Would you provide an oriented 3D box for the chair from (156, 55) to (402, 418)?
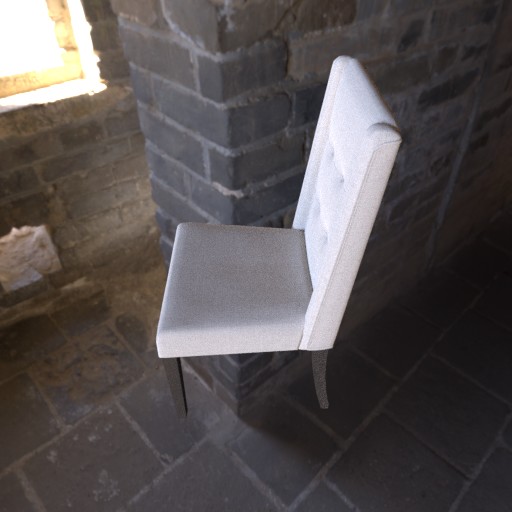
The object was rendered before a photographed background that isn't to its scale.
[{"bbox_3d":[0.000,0.000,1.252,0.523,0.961,0.474,-1,41,-1],"label":"chair"}]
